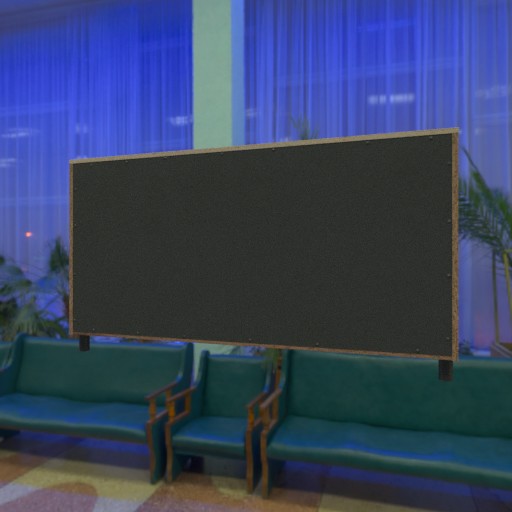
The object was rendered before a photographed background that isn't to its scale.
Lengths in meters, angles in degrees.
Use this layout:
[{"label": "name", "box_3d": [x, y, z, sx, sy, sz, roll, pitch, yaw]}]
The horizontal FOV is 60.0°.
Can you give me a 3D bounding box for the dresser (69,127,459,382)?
[{"label": "dresser", "box_3d": [0.000, 0.000, 1.910, 1.547, 0.834, 0.487, 0, 0, 18]}]
